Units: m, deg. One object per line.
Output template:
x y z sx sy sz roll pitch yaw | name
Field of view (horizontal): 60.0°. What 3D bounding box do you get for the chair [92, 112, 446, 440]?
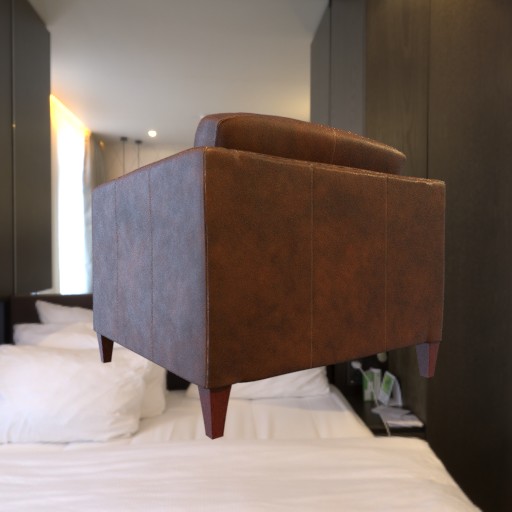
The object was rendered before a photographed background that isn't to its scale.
0.000 0.000 1.701 0.990 0.864 0.975 -1 1 -35 | chair
